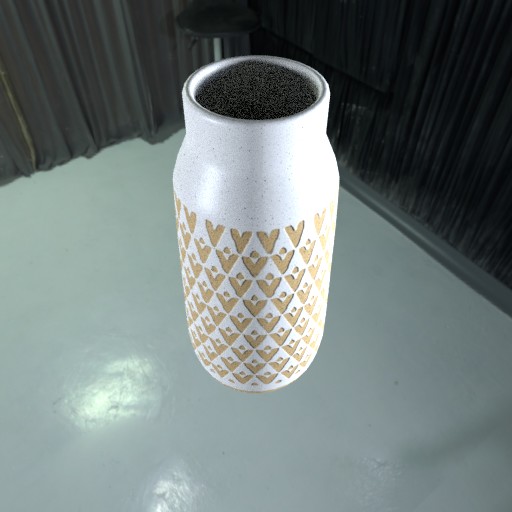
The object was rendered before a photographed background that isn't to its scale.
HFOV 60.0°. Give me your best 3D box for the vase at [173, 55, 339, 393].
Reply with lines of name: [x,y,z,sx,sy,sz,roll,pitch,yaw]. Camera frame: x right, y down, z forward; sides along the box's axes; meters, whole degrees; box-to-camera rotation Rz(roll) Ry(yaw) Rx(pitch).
vase: [0.000,0.000,0.383,0.137,0.307,0.137,0,47,0]
